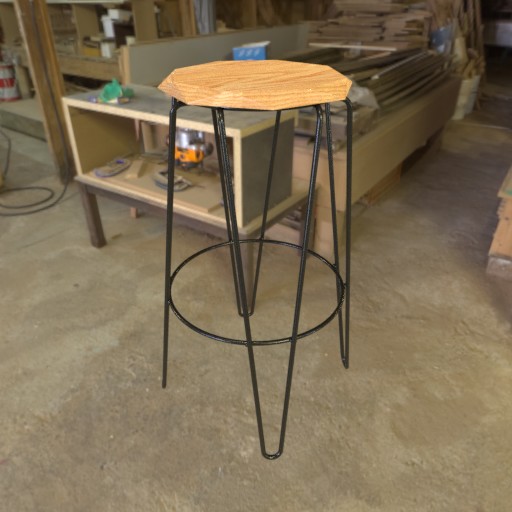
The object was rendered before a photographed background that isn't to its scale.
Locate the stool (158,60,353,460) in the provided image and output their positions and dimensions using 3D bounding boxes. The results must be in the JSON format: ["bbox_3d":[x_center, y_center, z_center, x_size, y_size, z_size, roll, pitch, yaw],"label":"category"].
[{"bbox_3d":[0.000,0.000,0.790,0.326,0.610,0.326,22,38,31],"label":"stool"}]
